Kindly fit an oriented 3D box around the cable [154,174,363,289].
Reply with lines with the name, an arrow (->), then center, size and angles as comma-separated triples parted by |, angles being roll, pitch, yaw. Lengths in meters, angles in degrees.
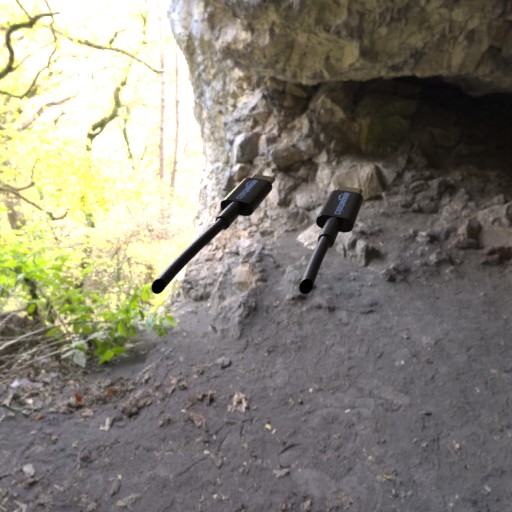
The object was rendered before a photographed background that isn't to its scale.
cable -> 0.000, 0.000, 0.111 | 0.041, 0.005, 0.098 | 11, 34, 17
